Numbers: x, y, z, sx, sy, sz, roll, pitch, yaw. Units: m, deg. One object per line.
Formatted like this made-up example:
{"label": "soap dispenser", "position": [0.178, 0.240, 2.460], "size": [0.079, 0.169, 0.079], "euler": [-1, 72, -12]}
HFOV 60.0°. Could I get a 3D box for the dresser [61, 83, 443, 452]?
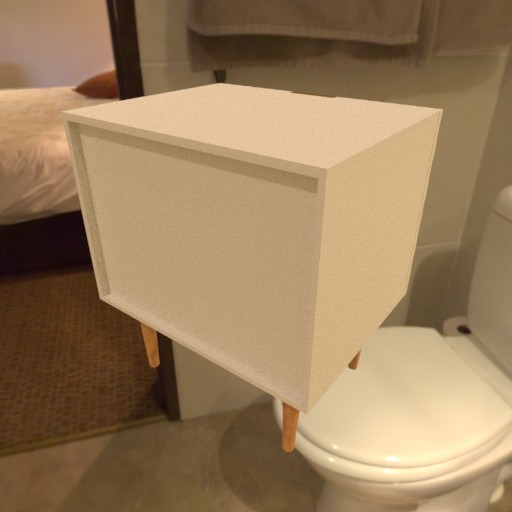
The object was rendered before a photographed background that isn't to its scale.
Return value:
{"label": "dresser", "position": [0.000, 0.000, 0.890], "size": [0.503, 0.568, 0.414], "euler": [20, 35, 32]}
